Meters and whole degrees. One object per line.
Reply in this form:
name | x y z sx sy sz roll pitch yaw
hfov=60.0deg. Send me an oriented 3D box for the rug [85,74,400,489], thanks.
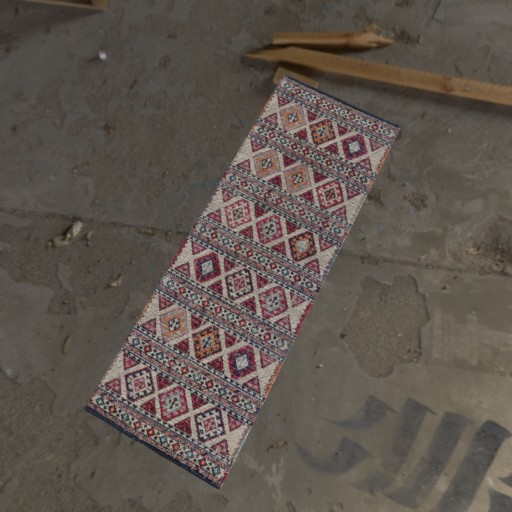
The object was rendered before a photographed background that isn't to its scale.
rug | 0.000 0.000 2.581 0.832 0.008 2.362 27 77 7
